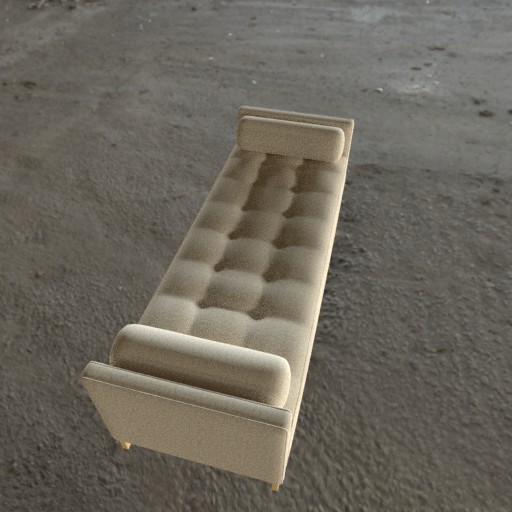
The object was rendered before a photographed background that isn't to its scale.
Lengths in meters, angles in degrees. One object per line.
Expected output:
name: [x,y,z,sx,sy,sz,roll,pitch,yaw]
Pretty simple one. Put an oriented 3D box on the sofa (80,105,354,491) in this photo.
sofa: [0.000,0.000,2.297,0.746,0.641,1.985,11,47,10]
